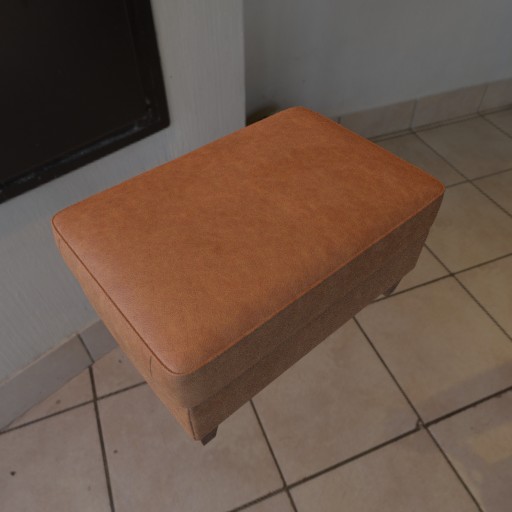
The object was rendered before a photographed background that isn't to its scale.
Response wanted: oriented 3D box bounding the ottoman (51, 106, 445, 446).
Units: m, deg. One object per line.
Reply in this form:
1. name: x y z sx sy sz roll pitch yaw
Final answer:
1. ottoman: 0.000 0.000 1.228 0.864 0.483 0.584 -32 55 -26
